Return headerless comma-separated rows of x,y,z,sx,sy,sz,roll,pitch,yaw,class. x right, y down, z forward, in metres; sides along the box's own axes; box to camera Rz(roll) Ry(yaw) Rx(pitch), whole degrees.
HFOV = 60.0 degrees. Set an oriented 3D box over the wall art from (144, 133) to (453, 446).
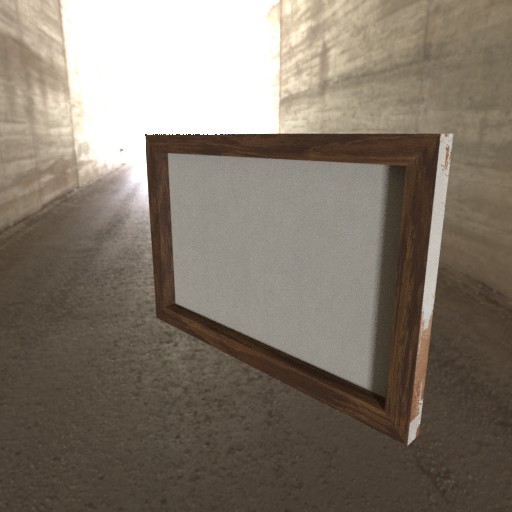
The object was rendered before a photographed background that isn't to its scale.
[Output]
0.000,0.000,0.760,0.035,0.405,0.609,-15,21,-43,wall art
